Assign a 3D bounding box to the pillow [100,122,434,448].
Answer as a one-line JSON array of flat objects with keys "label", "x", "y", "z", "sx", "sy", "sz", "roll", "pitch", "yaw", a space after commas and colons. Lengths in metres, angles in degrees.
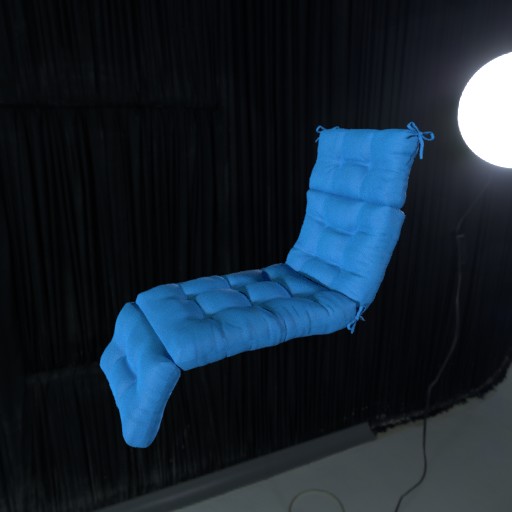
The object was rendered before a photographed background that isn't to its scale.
[{"label": "pillow", "x": 0.000, "y": 0.000, "z": 1.490, "sx": 1.016, "sy": 0.863, "sz": 0.526, "roll": -8, "pitch": 18, "yaw": -26}]
